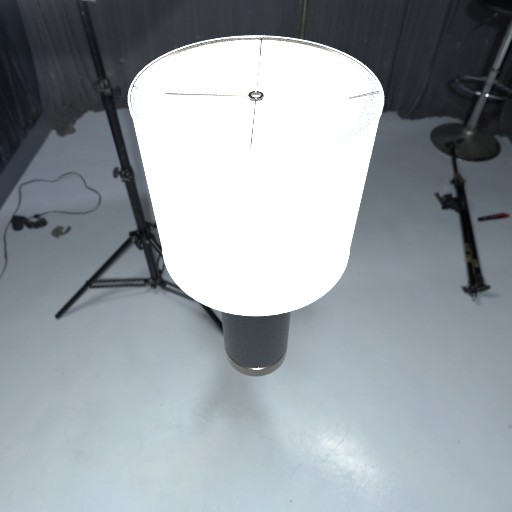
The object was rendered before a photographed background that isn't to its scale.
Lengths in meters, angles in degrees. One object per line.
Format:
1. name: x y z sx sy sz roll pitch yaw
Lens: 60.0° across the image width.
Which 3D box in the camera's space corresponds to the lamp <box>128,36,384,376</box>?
1. lamp: 0.000 0.000 0.602 0.241 0.482 0.240 2 48 2
